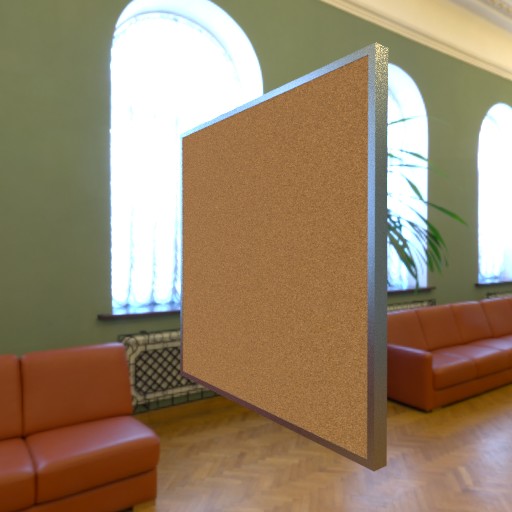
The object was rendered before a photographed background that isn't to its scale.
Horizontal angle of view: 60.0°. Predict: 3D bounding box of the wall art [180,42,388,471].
[{"bbox_3d":[0.000,0.000,1.170,0.038,0.806,0.806,-1,1,-36],"label":"wall art"}]
